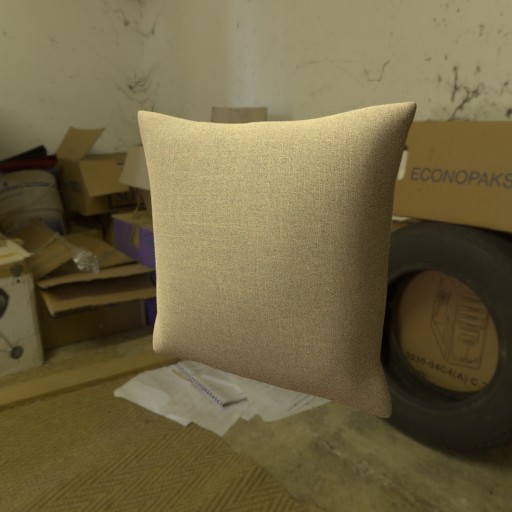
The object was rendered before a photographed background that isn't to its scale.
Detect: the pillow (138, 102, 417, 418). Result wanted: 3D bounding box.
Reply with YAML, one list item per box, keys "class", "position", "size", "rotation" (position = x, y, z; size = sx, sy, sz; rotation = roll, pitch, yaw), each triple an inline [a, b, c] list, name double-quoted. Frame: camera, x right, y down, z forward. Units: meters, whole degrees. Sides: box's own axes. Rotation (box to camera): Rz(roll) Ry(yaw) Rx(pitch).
- class: "pillow"
  position: [0.000, 0.000, 0.793]
  size: [0.512, 0.506, 0.178]
  rotation: [8, 17, 27]
